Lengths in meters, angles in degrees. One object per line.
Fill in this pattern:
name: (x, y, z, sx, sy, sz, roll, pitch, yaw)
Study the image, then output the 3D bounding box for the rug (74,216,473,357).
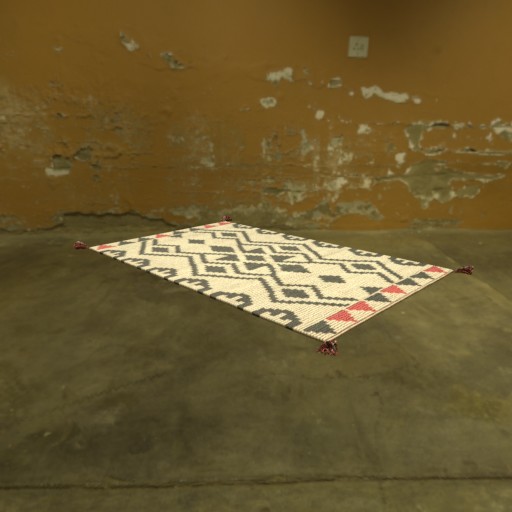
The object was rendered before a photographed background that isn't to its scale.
rug: (0.000, 0.000, 3.422, 2.672, 0.066, 1.741, 15, 22, 42)
